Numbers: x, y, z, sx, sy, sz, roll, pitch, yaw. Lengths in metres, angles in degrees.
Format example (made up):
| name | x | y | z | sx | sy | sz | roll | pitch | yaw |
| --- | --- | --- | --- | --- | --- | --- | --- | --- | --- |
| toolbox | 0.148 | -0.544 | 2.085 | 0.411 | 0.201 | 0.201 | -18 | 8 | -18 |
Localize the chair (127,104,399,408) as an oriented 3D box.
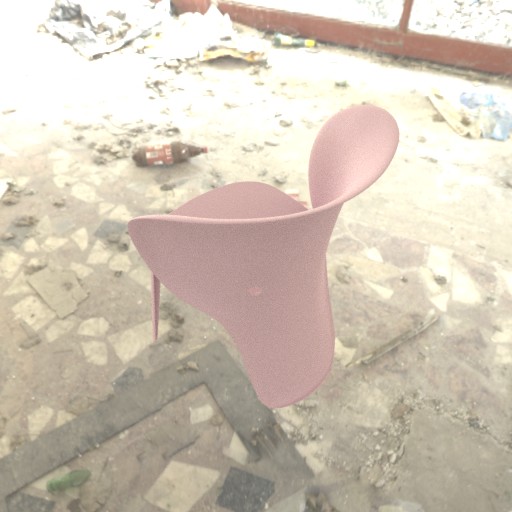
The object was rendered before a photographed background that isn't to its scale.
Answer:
| name | x | y | z | sx | sy | sz | roll | pitch | yaw |
| --- | --- | --- | --- | --- | --- | --- | --- | --- | --- |
| chair | 0.000 | 0.000 | 0.869 | 0.451 | 0.554 | 0.402 | -34 | 55 | -28 |
